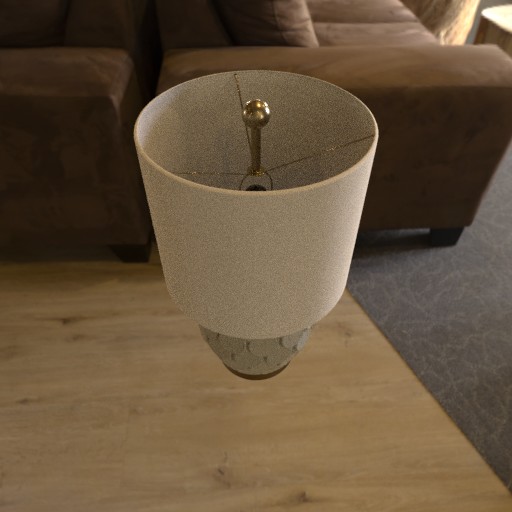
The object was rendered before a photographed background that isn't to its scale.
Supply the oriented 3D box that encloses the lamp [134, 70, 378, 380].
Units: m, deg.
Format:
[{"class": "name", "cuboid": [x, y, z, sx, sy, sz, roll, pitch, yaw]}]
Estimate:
[{"class": "lamp", "cuboid": [0.000, 0.000, 0.613, 0.254, 0.452, 0.254, 0, 46, 0]}]
